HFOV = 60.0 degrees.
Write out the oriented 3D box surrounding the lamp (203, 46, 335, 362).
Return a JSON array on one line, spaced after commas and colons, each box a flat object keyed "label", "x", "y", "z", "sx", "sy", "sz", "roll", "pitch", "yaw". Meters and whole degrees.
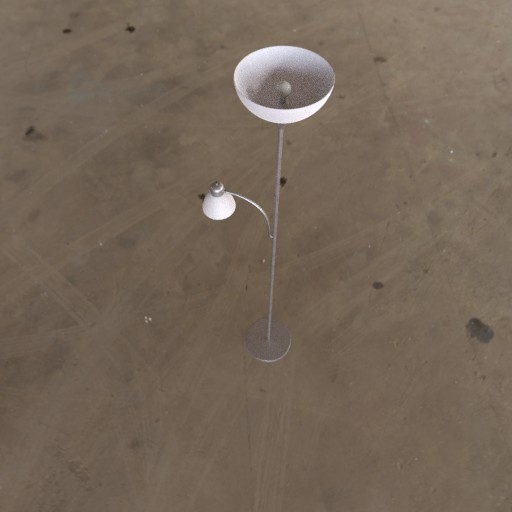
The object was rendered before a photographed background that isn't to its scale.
[{"label": "lamp", "x": 0.000, "y": 0.000, "z": 1.931, "sx": 0.425, "sy": 1.804, "sz": 0.279, "roll": 14, "pitch": 58, "yaw": 9}]
